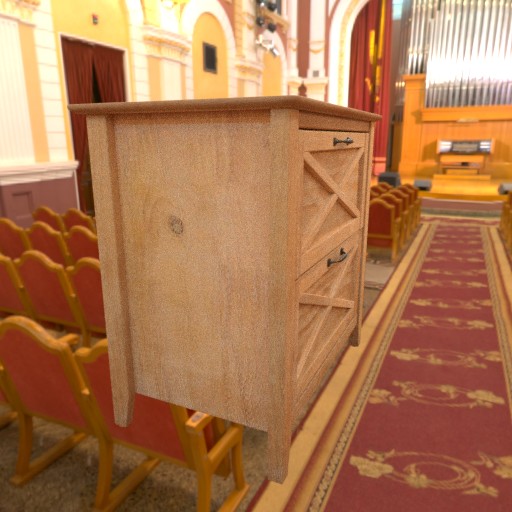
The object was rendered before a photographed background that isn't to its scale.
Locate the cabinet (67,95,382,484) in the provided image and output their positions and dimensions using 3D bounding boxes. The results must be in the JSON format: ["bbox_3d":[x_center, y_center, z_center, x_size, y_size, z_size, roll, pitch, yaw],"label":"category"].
[{"bbox_3d":[0.000,0.000,1.226,0.503,0.762,0.763,7,16,24],"label":"cabinet"}]
